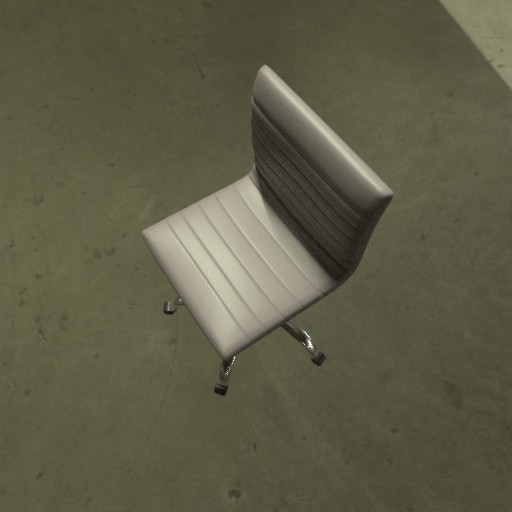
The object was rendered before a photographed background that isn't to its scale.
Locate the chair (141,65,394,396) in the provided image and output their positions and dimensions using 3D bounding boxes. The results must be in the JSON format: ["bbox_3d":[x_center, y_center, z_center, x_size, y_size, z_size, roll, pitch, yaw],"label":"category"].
[{"bbox_3d":[0.000,0.000,1.138,0.530,0.780,0.556,-32,68,-15],"label":"chair"}]
